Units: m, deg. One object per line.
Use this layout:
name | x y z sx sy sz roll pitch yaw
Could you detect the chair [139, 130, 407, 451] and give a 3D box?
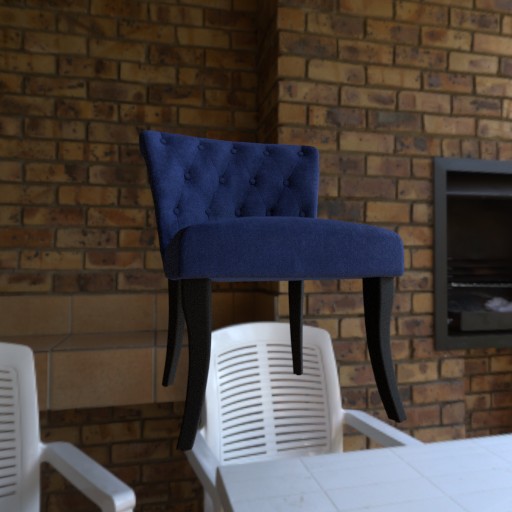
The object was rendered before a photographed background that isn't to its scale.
chair | 0.000 0.000 1.190 0.585 0.753 0.606 0 -1 -19
